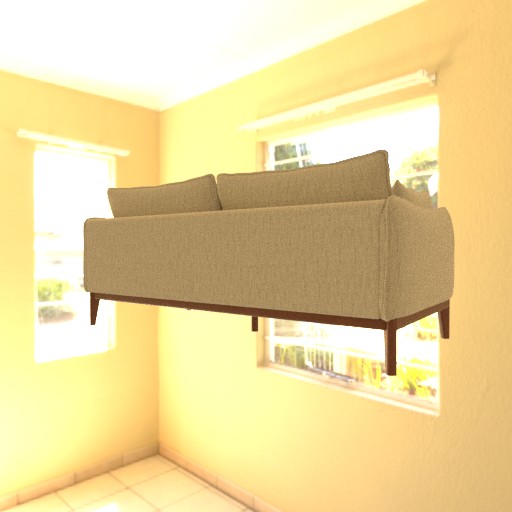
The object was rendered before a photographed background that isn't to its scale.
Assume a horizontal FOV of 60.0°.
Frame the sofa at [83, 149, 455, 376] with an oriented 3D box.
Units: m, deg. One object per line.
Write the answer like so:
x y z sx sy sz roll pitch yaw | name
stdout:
0.000 0.000 2.543 1.989 0.860 0.991 1 1 36 | sofa
